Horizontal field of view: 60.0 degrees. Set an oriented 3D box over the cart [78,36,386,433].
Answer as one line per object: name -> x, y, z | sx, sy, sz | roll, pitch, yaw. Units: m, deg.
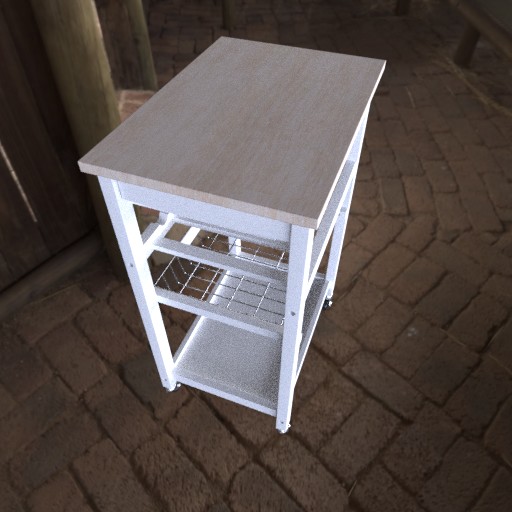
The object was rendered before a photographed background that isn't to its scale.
cart -> 0.000, 0.000, 1.167 | 0.406, 0.857, 0.578 | 15, 48, 14
